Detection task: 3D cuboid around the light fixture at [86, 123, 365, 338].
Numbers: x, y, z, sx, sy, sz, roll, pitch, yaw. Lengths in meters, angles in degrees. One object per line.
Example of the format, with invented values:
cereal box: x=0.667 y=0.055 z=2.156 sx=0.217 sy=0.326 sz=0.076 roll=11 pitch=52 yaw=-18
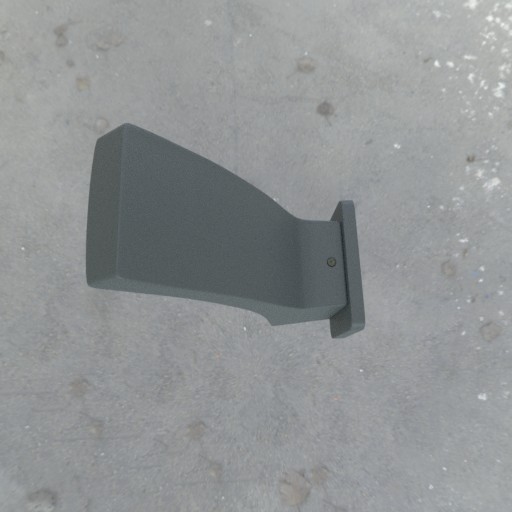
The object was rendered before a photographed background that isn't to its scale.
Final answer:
light fixture: x=0.000 y=0.000 z=0.330 sx=0.174 sy=0.243 sz=0.108 roll=-2 pitch=75 yaw=0
